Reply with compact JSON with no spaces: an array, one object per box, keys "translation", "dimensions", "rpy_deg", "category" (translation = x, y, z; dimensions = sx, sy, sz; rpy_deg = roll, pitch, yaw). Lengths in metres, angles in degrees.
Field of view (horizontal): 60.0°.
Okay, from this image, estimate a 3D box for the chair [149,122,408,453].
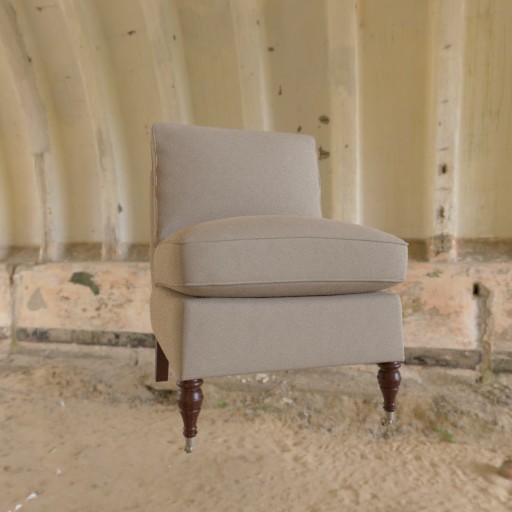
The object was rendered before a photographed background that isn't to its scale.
[{"translation":[0.000,0.000,1.623],"dimensions":[0.724,1.052,0.912],"rpy_deg":[0,1,-18],"category":"chair"}]
